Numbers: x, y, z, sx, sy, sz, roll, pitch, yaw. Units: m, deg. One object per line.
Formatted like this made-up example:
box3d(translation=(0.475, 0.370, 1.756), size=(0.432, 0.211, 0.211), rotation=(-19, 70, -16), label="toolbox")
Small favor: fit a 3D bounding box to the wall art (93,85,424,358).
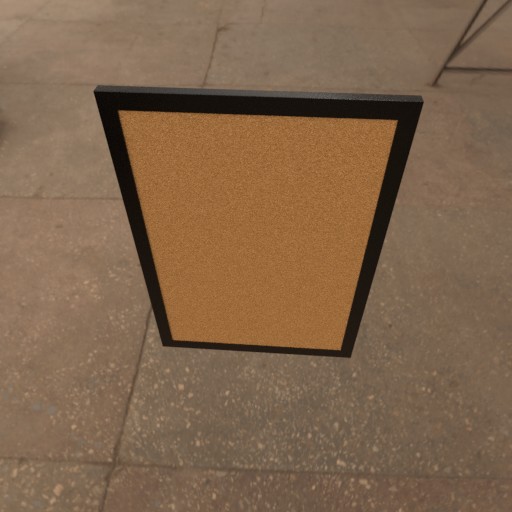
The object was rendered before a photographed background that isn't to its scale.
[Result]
box3d(translation=(0.000, 0.000, 0.858), size=(0.462, 0.656, 0.019), rotation=(3, 46, 3), label="wall art")
